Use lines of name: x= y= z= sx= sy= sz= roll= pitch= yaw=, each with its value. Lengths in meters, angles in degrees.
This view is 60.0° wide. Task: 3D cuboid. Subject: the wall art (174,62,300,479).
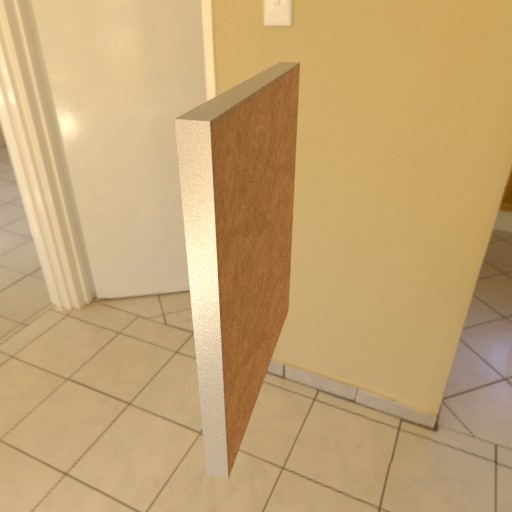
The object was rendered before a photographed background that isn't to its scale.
wall art: x=0.000 y=0.000 z=0.750 sx=0.037 sy=0.554 sz=0.453 roll=8 pitch=31 yaw=14
